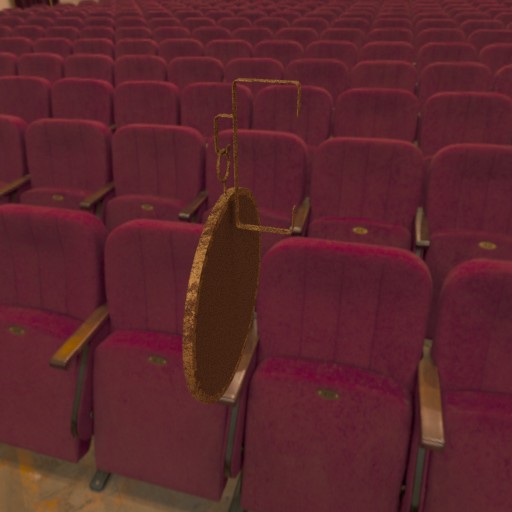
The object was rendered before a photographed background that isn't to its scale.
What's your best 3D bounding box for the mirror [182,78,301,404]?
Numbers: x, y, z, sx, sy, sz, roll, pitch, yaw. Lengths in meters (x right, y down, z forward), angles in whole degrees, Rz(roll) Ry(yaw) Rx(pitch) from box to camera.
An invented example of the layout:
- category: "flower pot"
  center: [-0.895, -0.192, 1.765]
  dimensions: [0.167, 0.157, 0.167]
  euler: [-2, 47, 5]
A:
- category: "mirror"
  center: [0.000, 0.000, 0.871]
  dimensions: [0.144, 0.651, 0.447]
  euler: [8, 32, 13]
